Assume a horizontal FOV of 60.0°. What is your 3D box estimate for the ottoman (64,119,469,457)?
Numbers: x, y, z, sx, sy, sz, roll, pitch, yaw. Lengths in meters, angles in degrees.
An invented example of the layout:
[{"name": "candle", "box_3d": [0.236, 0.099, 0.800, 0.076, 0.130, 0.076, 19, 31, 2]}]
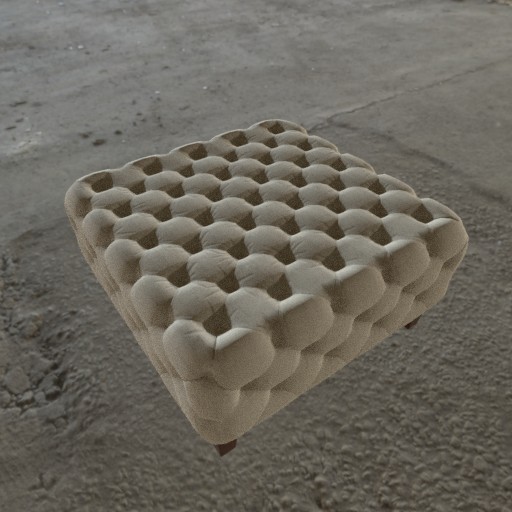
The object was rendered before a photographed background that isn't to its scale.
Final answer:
[{"name": "ottoman", "box_3d": [0.000, 0.000, 1.192, 0.753, 0.376, 0.755, -25, 47, -26]}]
